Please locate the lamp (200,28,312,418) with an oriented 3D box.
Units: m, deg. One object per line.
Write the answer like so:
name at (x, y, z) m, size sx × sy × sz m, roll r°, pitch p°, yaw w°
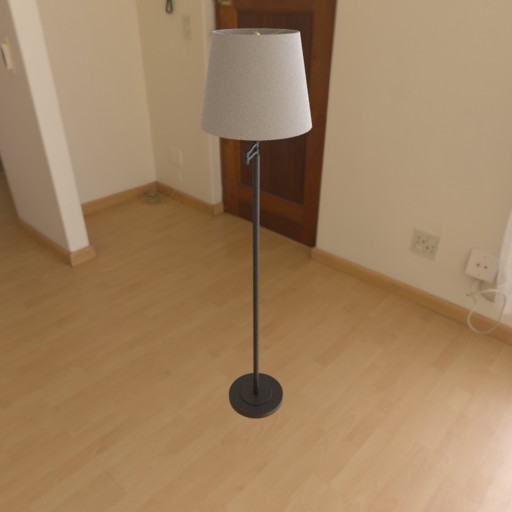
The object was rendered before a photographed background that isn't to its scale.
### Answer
lamp at (0.000, 0.000, 1.626) m, size 0.348 × 1.473 × 0.348 m, roll 9°, pitch 32°, yaw 15°
